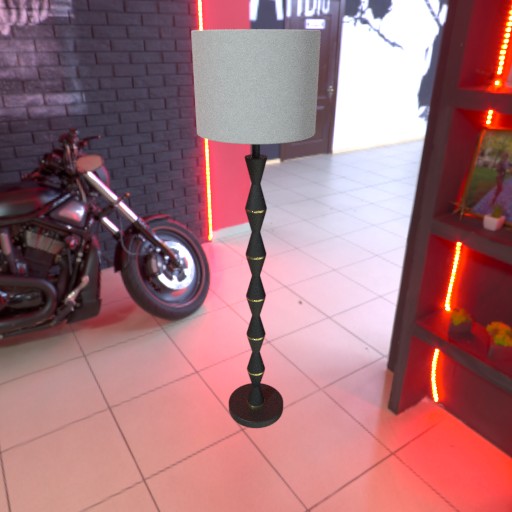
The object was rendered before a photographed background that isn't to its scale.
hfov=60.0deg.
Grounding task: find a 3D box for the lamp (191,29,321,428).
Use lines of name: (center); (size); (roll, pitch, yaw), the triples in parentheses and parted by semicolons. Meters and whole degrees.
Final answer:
lamp: (0.000, 0.000, 1.634); (0.381, 1.480, 0.381); (0, 26, -1)
